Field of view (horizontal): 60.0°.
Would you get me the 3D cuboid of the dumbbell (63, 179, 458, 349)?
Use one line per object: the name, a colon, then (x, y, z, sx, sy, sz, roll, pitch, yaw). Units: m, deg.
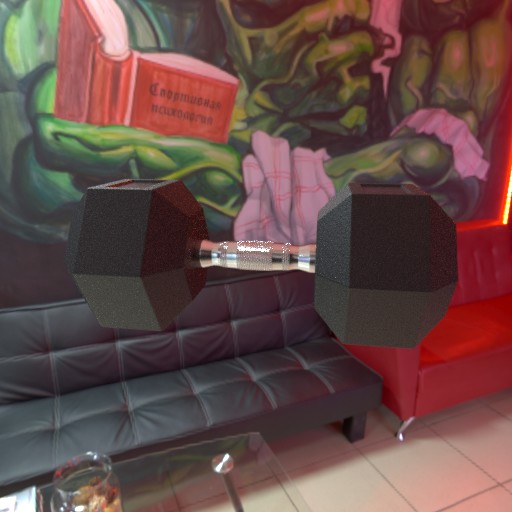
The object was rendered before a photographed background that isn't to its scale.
dumbbell: (0.000, 0.000, 0.336, 0.271, 0.106, 0.122, 2, 16, 9)
